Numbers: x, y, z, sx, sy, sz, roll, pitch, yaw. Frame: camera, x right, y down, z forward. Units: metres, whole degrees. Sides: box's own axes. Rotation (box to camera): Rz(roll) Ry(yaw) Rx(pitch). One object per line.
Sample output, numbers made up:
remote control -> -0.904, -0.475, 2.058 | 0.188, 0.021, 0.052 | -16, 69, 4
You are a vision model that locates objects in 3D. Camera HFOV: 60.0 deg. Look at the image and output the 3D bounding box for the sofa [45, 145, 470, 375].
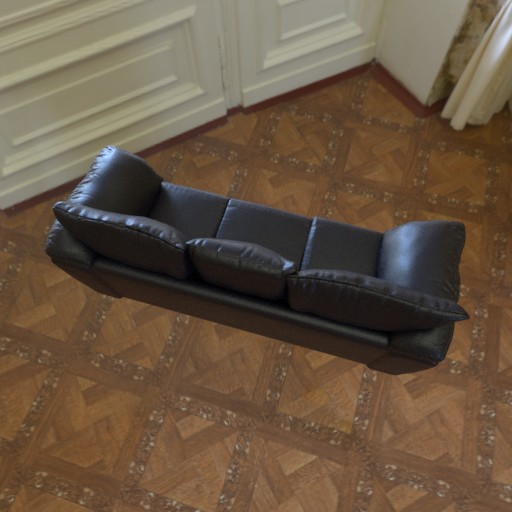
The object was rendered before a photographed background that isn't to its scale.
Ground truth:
sofa -> 0.000, 0.000, 2.752 | 2.336, 1.073, 0.880 | 14, 63, 7
